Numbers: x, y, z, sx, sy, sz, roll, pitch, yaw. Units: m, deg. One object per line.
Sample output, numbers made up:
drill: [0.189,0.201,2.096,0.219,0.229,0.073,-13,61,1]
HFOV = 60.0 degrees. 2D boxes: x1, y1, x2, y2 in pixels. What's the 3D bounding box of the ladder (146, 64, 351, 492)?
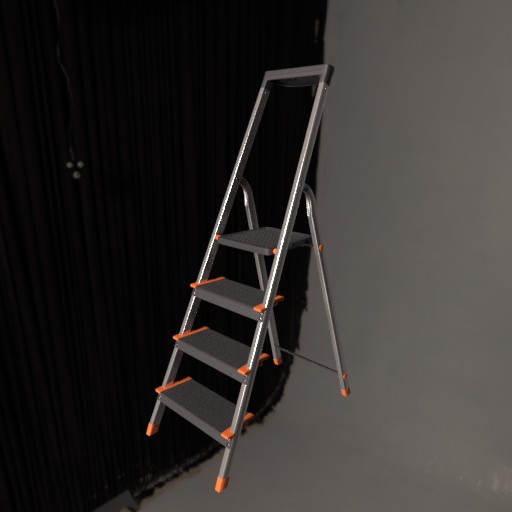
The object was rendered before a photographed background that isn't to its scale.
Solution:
ladder: [0.000,0.000,1.762,0.452,1.429,0.834,14,21,42]
